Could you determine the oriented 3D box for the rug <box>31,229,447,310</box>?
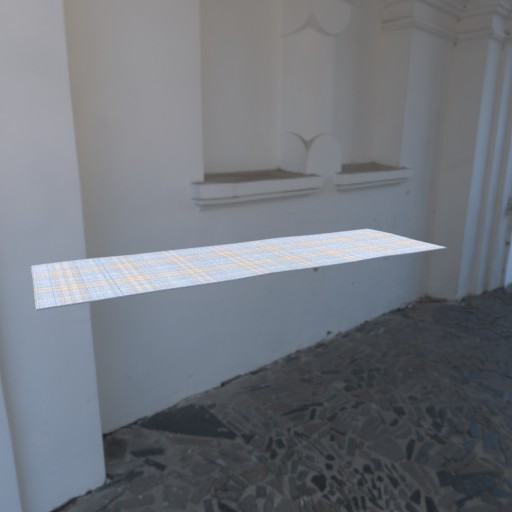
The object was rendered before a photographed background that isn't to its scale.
[{"bbox_3d":[0.000,0.000,2.698,2.439,0.013,0.762,-7,16,-27],"label":"rug"}]
